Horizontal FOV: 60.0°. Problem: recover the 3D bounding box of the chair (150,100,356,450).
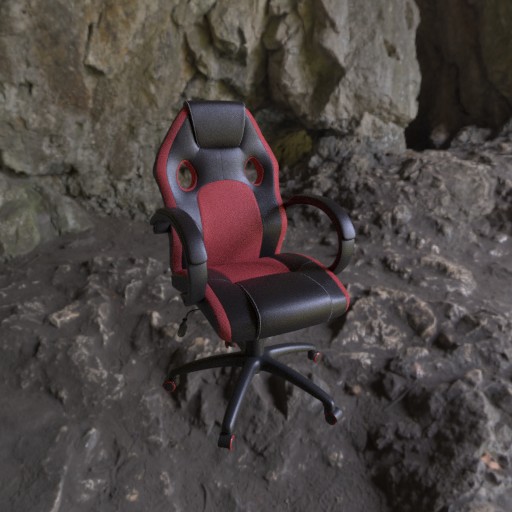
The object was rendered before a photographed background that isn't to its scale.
[{"bbox_3d":[0.000,0.000,1.765,0.750,1.189,0.783,-9,20,-27],"label":"chair"}]
